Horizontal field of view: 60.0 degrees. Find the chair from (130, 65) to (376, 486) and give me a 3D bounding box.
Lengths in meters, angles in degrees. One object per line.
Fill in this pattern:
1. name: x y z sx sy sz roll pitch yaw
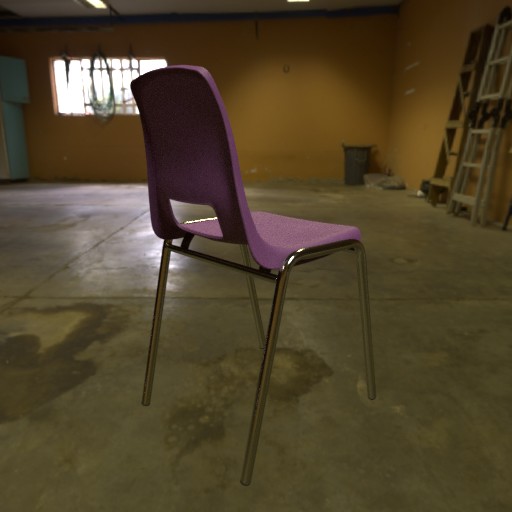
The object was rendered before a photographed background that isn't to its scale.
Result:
1. chair: 0.000 0.000 0.941 0.432 0.704 0.381 -14 20 -42
